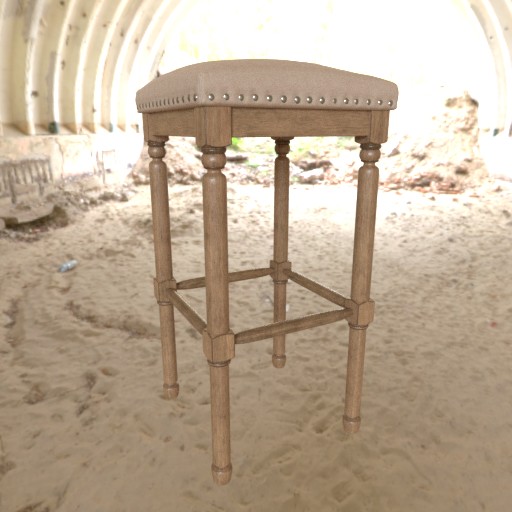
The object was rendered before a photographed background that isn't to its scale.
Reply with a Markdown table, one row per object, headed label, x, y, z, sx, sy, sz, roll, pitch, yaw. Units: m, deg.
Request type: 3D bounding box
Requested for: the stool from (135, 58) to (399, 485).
| label | x | y | z | sx | sy | sz | roll | pitch | yaw |
| --- | --- | --- | --- | --- | --- | --- | --- | --- | --- |
| stool | 0.000 | 0.000 | 0.949 | 0.382 | 0.768 | 0.383 | -8 | 18 | -27 |
